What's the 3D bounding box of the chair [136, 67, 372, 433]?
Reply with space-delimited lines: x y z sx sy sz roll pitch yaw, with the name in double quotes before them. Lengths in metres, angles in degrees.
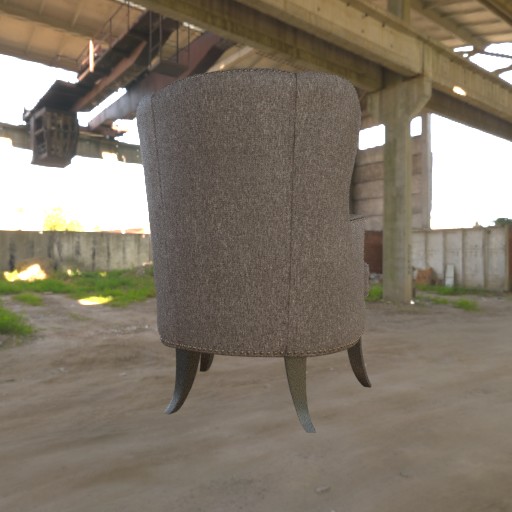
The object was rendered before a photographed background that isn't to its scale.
"chair" 0.000 0.000 1.595 0.759 1.060 0.758 0 0 19
